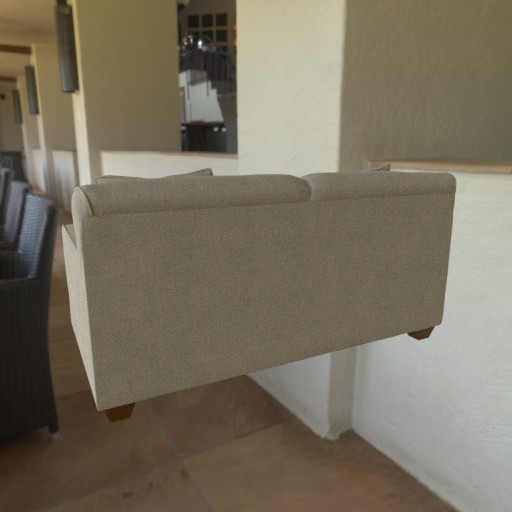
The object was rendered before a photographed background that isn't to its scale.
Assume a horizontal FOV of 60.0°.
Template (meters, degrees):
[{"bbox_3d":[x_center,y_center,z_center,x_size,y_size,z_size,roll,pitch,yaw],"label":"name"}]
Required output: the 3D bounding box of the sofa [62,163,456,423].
[{"bbox_3d":[0.000,0.000,2.372,1.846,0.958,0.998,-7,15,-27],"label":"sofa"}]
